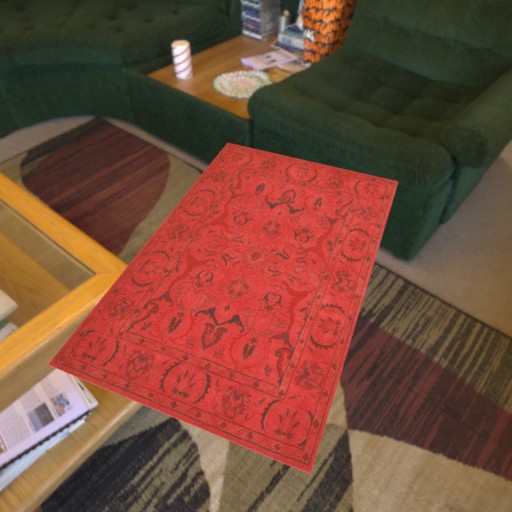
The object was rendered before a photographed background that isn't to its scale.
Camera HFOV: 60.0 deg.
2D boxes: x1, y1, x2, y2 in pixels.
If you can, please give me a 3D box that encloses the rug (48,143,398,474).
[{"bbox_3d":[0.000,0.000,3.052,1.534,0.010,2.423,16,49,15],"label":"rug"}]
